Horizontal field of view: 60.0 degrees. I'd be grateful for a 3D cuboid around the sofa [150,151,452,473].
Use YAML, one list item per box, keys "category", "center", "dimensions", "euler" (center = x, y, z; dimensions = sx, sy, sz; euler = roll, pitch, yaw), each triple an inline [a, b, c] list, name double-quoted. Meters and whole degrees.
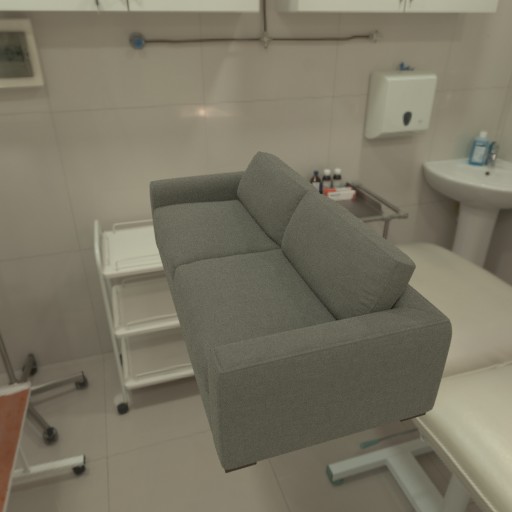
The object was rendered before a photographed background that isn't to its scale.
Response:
- category: "sofa"
  center: [0.000, 0.000, 2.734]
  dimensions: [1.070, 0.801, 2.262]
  euler: [-9, 30, -16]
